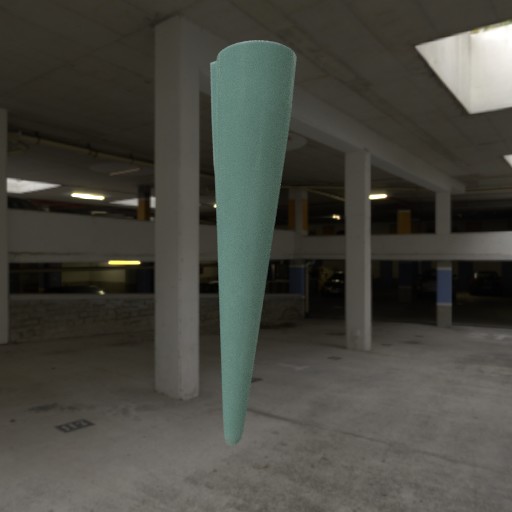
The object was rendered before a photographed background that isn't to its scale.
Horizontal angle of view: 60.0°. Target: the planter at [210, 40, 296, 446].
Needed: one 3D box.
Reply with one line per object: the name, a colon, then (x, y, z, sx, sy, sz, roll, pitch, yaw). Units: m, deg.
planter: (0.000, 0.000, 0.302, 0.055, 0.268, 0.054, 0, 0, 36)
